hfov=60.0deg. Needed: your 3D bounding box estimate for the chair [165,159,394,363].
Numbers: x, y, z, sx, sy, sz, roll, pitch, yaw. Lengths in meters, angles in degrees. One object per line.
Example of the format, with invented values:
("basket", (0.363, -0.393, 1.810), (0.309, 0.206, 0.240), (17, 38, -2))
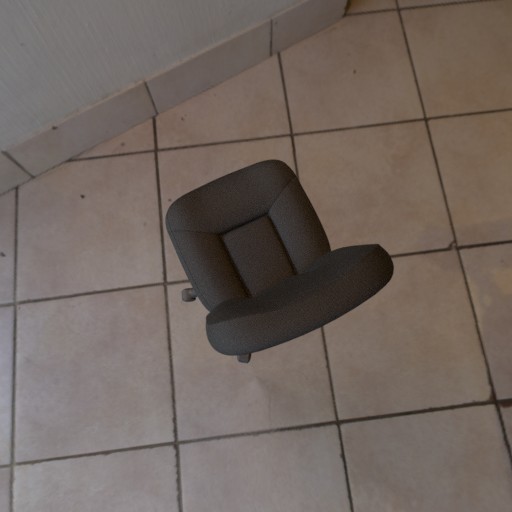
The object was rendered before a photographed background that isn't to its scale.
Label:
("chair", (0.000, 0.000, 1.414), (0.610, 0.972, 0.610), (-25, 76, -7))
